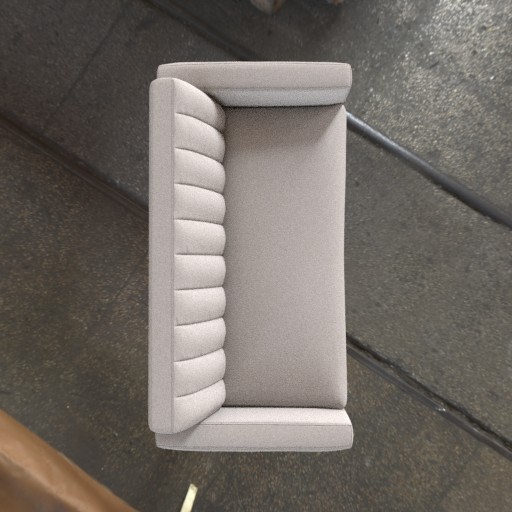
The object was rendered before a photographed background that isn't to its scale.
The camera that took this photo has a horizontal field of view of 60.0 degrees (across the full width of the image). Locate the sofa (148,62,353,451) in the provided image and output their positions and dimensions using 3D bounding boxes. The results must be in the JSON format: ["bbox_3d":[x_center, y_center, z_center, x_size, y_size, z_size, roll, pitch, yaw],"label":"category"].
[{"bbox_3d":[0.000,0.000,2.380,0.969,0.814,1.895,0,89,1],"label":"sofa"}]
